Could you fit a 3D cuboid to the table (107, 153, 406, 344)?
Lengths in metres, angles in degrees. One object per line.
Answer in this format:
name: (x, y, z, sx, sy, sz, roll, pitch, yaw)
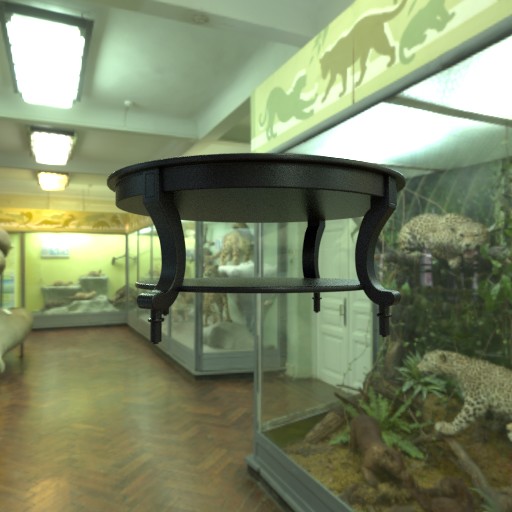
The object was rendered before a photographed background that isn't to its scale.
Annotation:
table: (0.000, 0.000, 1.596, 1.029, 0.491, 1.029, 0, -1, 0)
